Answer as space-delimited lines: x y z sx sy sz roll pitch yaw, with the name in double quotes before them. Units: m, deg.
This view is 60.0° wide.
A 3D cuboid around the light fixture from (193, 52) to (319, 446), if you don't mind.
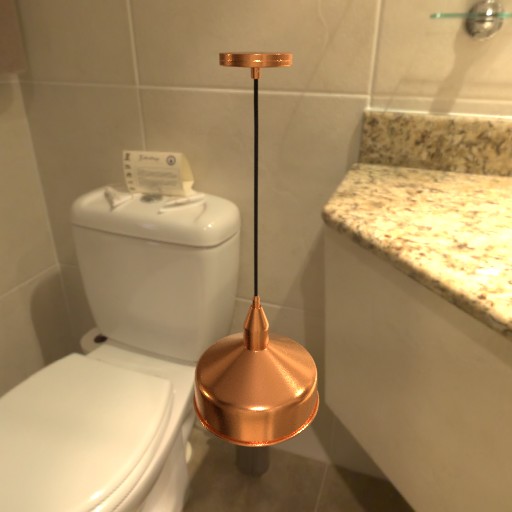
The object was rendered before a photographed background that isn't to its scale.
"light fixture" 0.000 0.000 0.904 0.301 0.754 0.301 -8 27 -15
